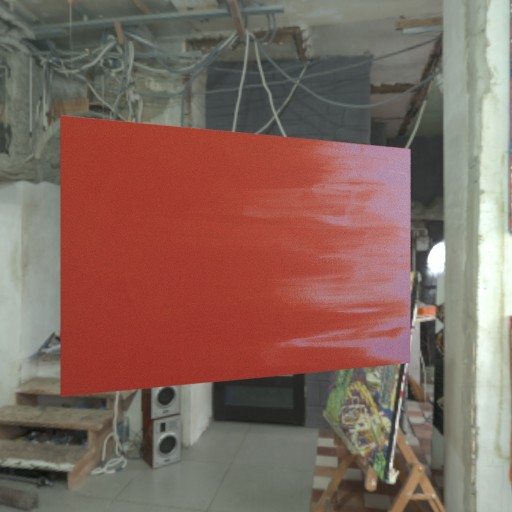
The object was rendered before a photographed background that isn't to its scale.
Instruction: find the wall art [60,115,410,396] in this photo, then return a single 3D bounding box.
[{"bbox_3d":[0.000,0.000,0.752,0.607,0.405,0.033,0,0,-19],"label":"wall art"}]
